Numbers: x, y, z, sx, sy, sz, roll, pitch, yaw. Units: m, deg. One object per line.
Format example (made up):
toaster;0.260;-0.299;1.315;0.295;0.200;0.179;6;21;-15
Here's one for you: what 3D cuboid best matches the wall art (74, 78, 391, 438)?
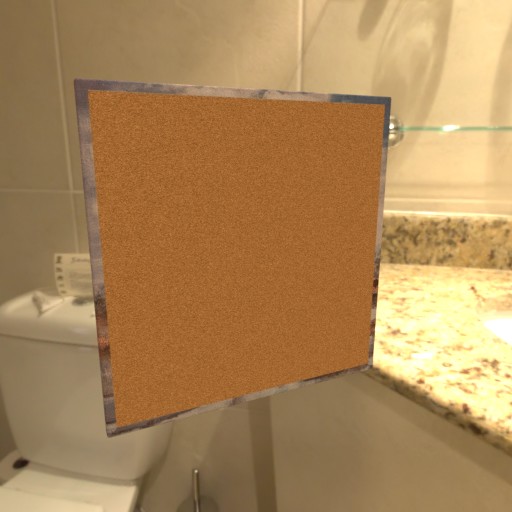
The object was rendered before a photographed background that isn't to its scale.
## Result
wall art;0.000;0.000;1.269;0.888;0.897;0.035;-7;15;-25
